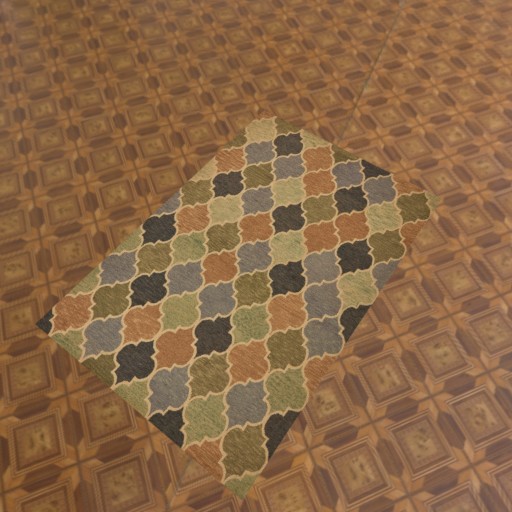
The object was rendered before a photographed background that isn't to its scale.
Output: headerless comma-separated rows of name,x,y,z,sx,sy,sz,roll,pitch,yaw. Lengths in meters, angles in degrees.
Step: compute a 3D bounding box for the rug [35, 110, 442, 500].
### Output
rug,0.000,0.000,2.835,1.521,0.006,2.284,32,64,18
